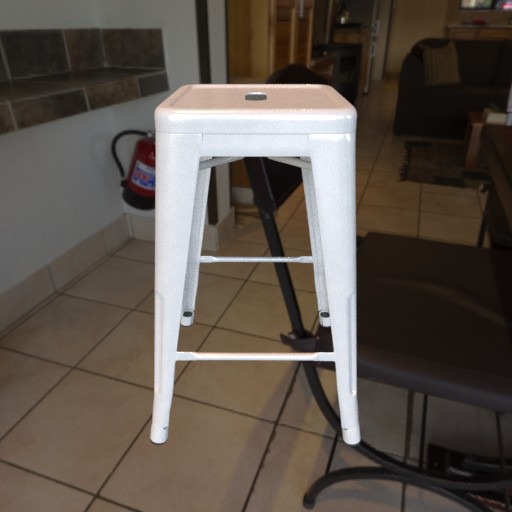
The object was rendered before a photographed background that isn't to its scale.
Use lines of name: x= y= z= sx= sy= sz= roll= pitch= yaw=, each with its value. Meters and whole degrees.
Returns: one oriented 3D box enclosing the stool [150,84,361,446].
stool: x=0.000 y=0.000 z=0.881 sx=0.406 sy=0.610 sz=0.406 roll=0 pitch=28 yaw=0
